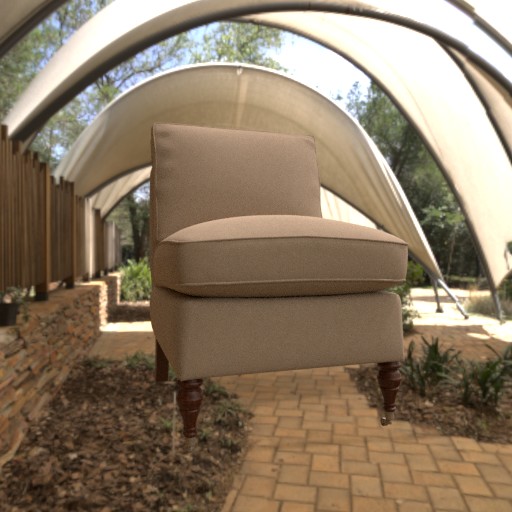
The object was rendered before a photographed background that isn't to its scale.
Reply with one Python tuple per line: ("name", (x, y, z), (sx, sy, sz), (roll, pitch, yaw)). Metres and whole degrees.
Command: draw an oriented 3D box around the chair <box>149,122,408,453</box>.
("chair", (0.000, 0.000, 1.623), (0.724, 1.052, 0.912), (0, 1, -18))
